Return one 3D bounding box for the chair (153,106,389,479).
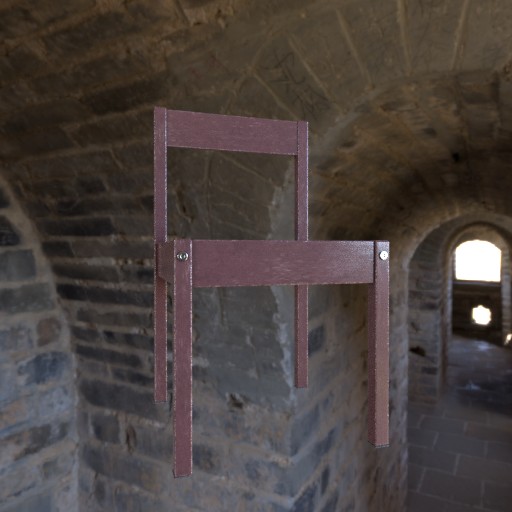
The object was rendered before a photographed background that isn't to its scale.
[{"bbox_3d":[0.000,0.000,0.679,0.285,0.505,0.285,0,1,-18],"label":"chair"}]
